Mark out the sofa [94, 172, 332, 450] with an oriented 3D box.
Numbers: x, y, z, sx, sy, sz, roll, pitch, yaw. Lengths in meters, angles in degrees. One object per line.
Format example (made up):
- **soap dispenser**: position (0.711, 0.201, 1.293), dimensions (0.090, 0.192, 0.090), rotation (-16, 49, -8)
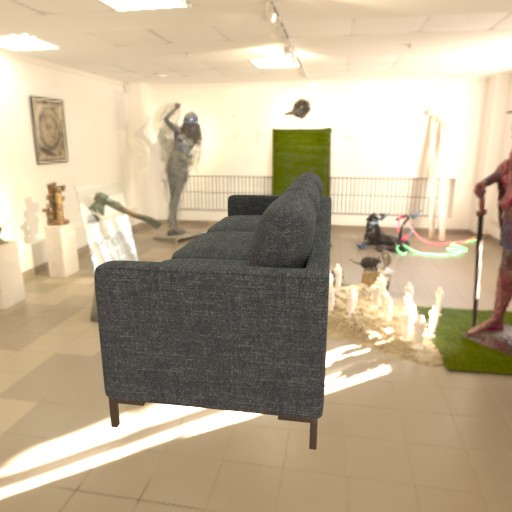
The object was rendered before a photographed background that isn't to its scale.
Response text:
- **sofa**: position (0.000, 0.000, 2.620), dimensions (0.859, 0.874, 2.218), rotation (2, 15, 9)
